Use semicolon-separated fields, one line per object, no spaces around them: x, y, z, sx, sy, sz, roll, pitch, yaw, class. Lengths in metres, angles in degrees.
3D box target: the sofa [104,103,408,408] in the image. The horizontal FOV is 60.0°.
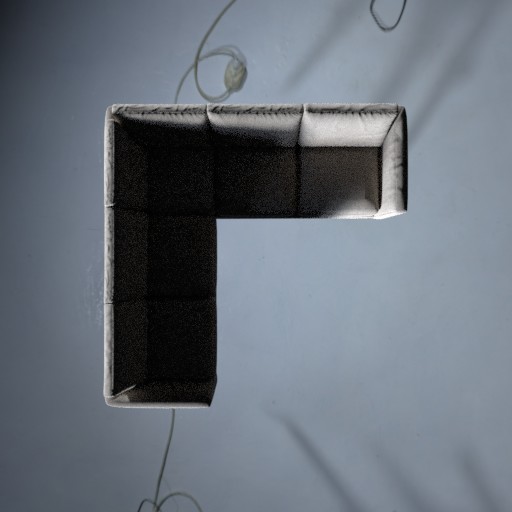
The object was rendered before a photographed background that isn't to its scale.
0.000;0.000;3.736;2.438;0.864;2.438;0;90;0;sofa
